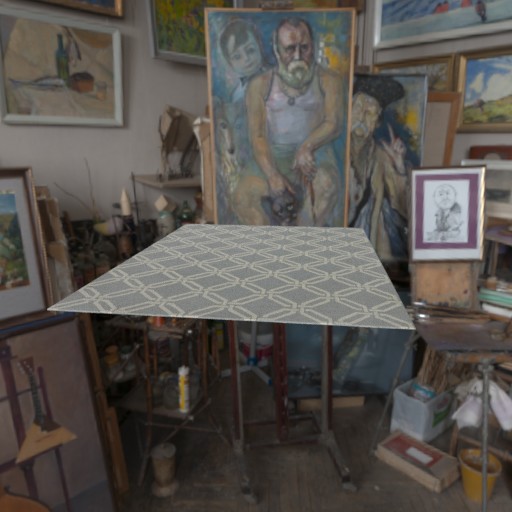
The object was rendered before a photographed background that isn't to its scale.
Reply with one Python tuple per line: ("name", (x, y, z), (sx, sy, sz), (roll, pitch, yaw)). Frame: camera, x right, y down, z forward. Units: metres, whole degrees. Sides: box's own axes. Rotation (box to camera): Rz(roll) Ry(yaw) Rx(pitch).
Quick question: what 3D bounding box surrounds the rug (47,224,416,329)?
("rug", (0.000, 0.000, 4.493), (2.438, 0.013, 3.353), (2, 14, 7))
